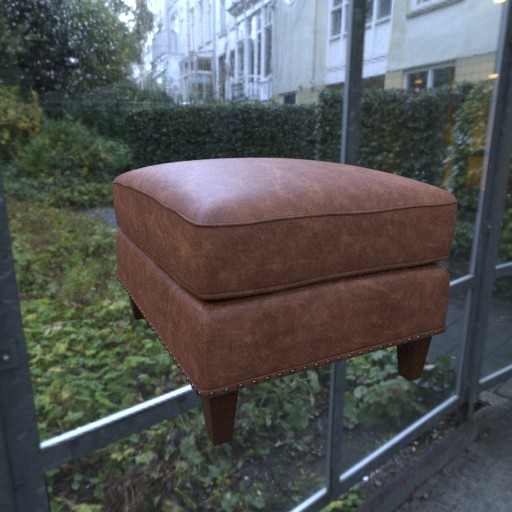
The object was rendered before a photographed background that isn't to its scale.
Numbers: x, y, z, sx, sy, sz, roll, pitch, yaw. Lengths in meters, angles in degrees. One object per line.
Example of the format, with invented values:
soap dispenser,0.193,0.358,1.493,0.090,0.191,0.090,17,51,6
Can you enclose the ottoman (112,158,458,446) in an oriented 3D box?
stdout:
ottoman,0.000,0.000,1.135,0.586,0.486,0.742,-8,17,-26
